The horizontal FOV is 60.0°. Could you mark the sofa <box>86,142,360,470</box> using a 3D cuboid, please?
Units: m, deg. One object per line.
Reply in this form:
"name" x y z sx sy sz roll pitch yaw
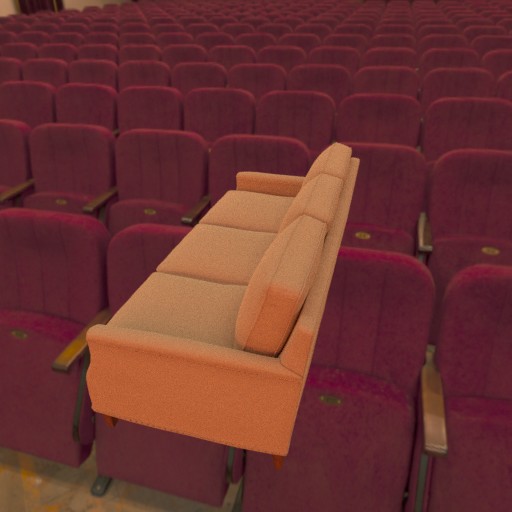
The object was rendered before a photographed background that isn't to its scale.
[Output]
"sofa" 0.000 0.000 2.824 1.084 1.003 2.246 8 31 14
